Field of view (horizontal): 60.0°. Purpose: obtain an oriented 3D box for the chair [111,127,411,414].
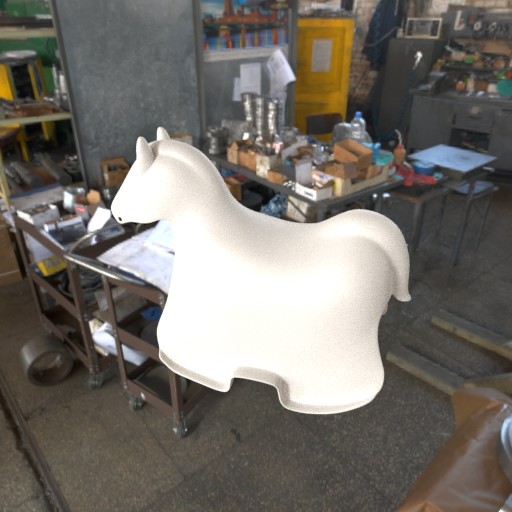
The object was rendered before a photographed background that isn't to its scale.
[{"bbox_3d":[0.000,0.000,1.166,0.800,0.612,0.429,8,30,14],"label":"chair"}]
